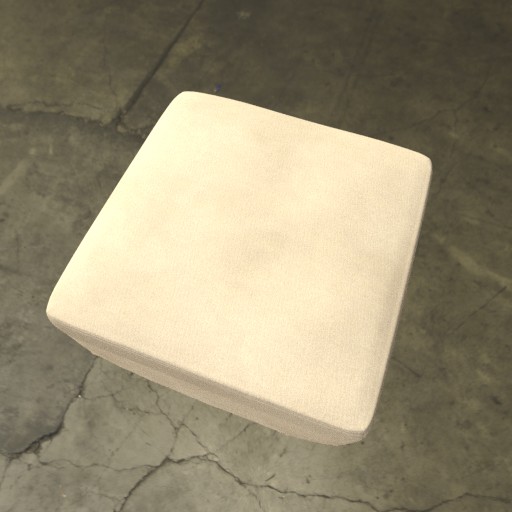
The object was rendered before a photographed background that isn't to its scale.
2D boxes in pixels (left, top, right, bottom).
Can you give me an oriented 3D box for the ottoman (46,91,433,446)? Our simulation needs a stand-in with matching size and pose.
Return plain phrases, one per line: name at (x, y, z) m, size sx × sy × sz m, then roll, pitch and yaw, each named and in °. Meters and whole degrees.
ottoman at (0.000, 0.000, 1.331) m, size 0.842 × 0.441 × 0.843 m, roll 18°, pitch 64°, yaw 9°
